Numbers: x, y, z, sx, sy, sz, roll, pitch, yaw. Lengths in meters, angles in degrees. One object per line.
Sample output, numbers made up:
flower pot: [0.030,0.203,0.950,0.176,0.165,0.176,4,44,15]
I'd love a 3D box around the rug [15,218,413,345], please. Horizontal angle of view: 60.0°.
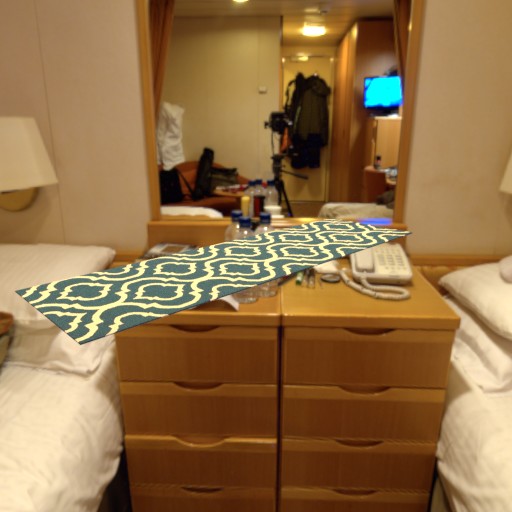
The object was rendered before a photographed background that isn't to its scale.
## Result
rug: [0.000,0.000,2.486,2.296,0.006,0.685,-15,22,-42]
